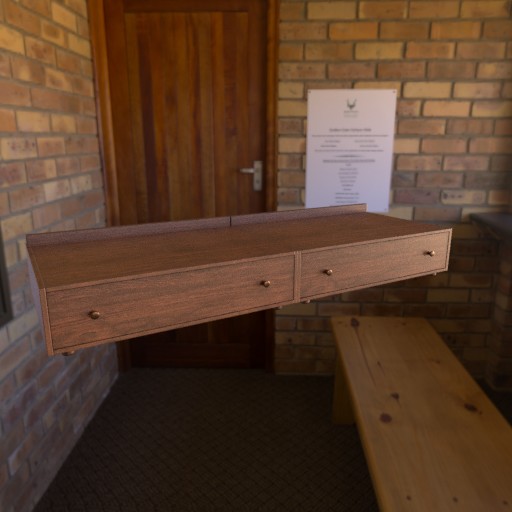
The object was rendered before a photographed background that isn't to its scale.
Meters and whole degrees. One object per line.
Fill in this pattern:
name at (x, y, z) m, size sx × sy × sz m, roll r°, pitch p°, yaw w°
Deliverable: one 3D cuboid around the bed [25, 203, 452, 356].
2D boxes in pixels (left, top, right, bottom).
bed at (0.000, 0.000, 2.280) m, size 2.057 × 0.326 × 0.787 m, roll -8°, pitch 17°, yaw -29°
